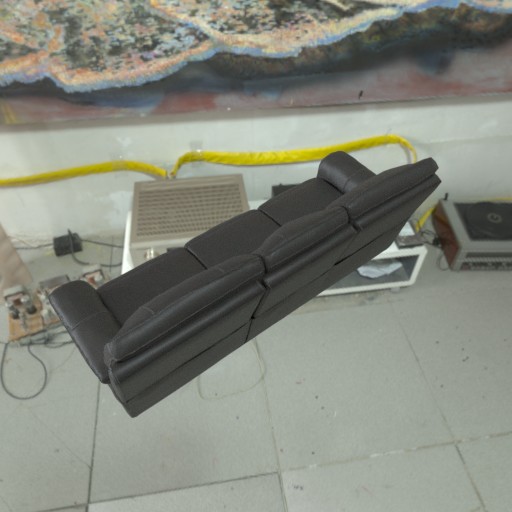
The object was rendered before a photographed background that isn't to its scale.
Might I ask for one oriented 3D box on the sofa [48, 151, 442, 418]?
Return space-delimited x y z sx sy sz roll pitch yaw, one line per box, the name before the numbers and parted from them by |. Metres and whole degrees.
sofa | 0.000 0.000 3.170 2.627 1.134 1.104 -30 53 -25
